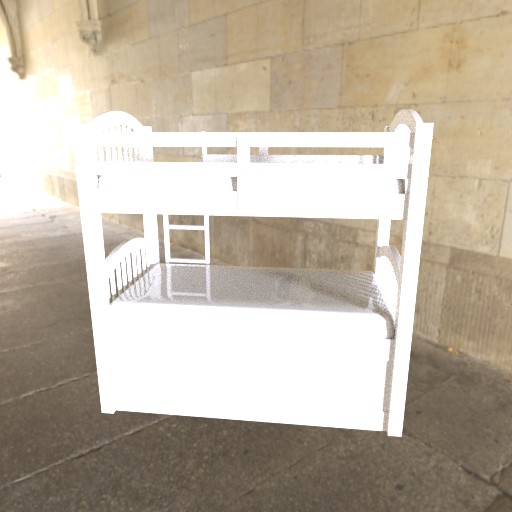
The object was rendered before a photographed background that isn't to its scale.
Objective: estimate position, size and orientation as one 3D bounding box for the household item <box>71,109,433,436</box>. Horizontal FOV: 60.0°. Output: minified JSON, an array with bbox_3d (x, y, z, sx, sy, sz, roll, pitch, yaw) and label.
[{"bbox_3d":[0.000,0.000,3.252,2.032,2.032,1.143,2,16,7],"label":"household item"}]
